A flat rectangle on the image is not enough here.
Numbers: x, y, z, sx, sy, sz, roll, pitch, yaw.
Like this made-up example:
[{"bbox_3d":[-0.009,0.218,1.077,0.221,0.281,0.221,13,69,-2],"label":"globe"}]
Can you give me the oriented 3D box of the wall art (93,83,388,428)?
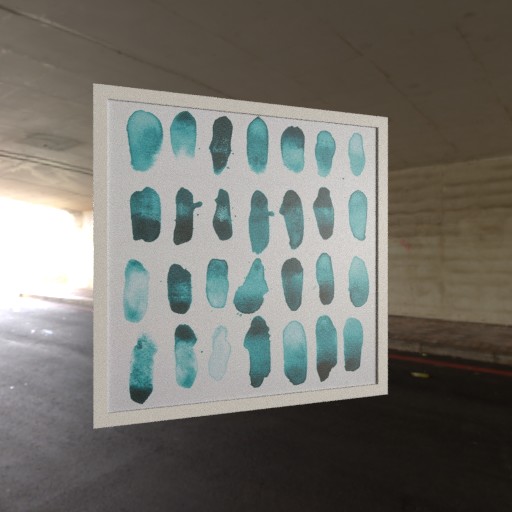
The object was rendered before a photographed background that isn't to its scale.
[{"bbox_3d":[0.000,0.000,1.178,0.812,0.813,0.013,0,0,-19],"label":"wall art"}]
